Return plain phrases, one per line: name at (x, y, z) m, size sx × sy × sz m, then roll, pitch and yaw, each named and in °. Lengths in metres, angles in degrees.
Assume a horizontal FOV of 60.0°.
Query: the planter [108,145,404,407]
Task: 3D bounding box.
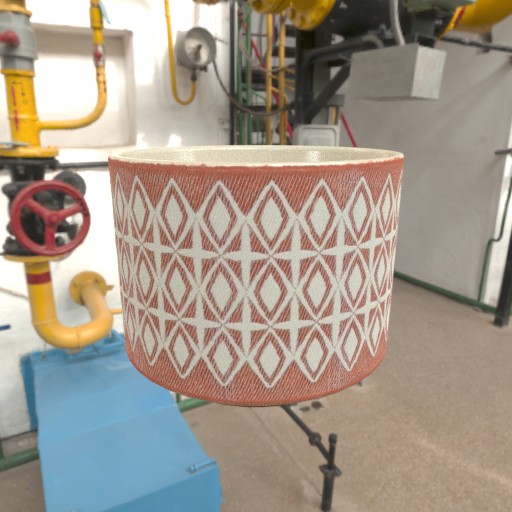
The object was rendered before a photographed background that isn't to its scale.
planter at (0.000, 0.000, 0.322) m, size 0.192 × 0.148 × 0.192 m, roll 0°, pitch 16°, yaw 0°
